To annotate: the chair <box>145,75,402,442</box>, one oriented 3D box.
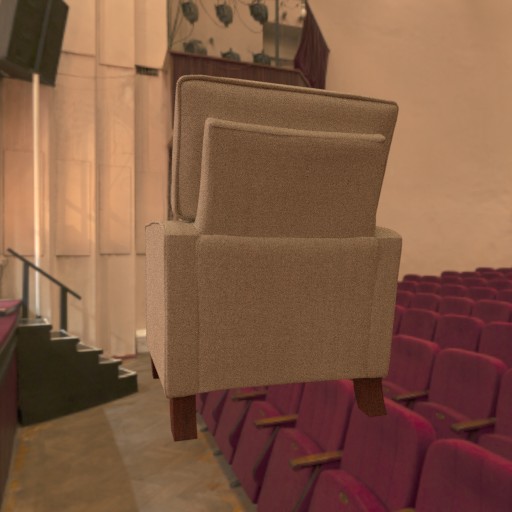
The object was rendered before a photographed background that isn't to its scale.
[{"bbox_3d":[0.000,0.000,1.409,0.648,0.888,0.754,0,0,-18],"label":"chair"}]
